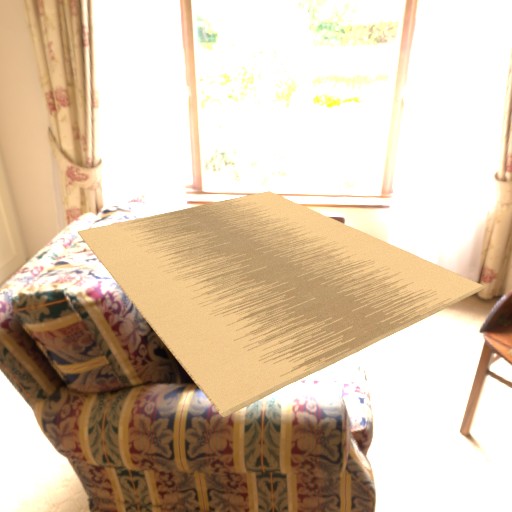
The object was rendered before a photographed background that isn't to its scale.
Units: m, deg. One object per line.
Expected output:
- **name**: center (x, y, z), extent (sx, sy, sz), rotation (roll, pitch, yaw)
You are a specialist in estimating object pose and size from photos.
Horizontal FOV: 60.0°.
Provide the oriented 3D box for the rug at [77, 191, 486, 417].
- **rug**: center (0.000, 0.000, 4.085), extent (2.453, 0.010, 3.037), rotation (-17, 31, -30)
